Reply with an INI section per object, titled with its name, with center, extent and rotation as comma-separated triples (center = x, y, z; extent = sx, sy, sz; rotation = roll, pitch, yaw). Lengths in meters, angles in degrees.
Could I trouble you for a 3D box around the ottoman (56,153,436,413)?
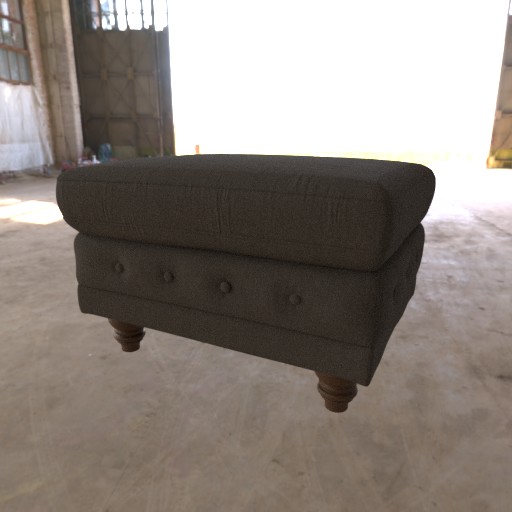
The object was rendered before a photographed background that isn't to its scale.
[ottoman]
center = 0.000, 0.000, 1.132
extent = 0.771, 0.500, 0.569
rotation = 8, 18, 26
